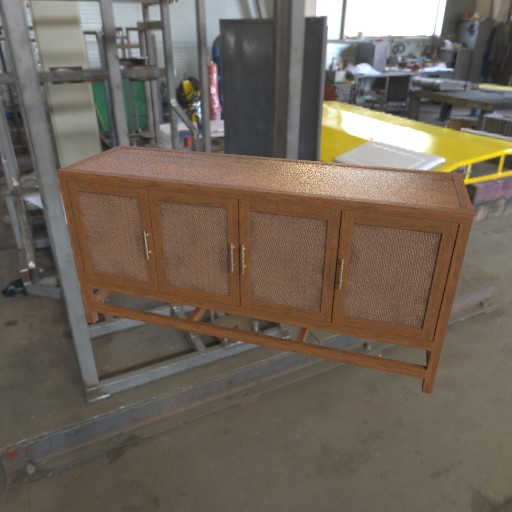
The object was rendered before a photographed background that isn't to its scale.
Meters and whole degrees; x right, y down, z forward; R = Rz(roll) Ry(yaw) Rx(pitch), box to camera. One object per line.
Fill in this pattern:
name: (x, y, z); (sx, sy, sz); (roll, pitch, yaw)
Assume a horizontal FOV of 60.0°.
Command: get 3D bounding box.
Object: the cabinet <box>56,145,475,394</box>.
cabinet: (0.000, 0.000, 2.121); (1.708, 0.820, 0.522); (8, 28, 16)
